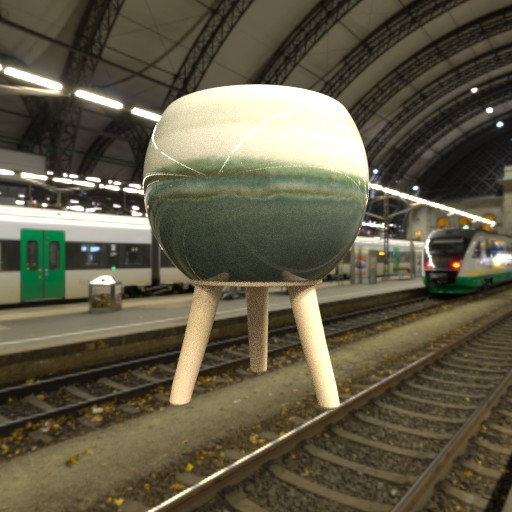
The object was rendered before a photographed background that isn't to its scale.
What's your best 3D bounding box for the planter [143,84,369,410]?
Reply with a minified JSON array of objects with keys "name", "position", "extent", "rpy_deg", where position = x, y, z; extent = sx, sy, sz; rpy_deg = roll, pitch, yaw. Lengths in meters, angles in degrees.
[{"name":"planter","position":[0.000,0.000,0.448],"extent":[0.222,0.278,0.222],"rpy_deg":[0,0,0]}]
